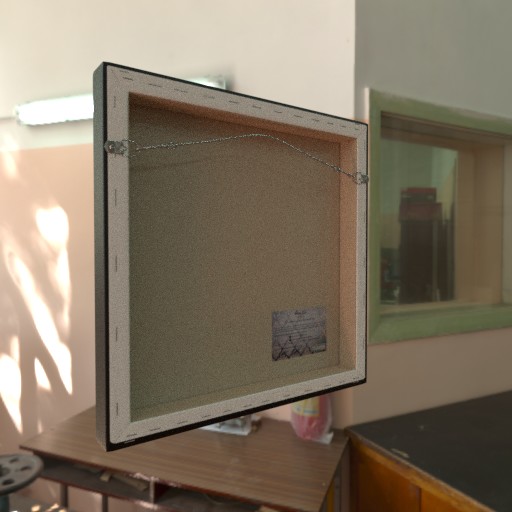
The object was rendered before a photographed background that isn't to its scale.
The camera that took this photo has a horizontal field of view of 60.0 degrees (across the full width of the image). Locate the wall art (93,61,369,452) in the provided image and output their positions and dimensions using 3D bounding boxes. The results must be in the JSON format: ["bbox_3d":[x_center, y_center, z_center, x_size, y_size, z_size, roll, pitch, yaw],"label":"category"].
[{"bbox_3d":[0.000,0.000,0.587,0.406,0.407,0.041,-1,2,-35],"label":"wall art"}]
